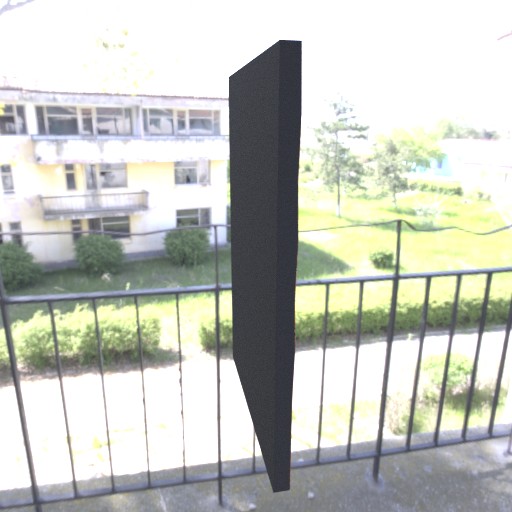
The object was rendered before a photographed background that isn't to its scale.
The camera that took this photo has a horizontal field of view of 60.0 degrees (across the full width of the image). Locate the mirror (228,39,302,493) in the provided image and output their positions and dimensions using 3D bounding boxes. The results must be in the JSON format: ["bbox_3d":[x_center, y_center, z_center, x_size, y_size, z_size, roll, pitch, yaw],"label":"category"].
[{"bbox_3d":[0.000,0.000,1.138,0.044,0.912,0.606,-3,17,-11],"label":"mirror"}]
